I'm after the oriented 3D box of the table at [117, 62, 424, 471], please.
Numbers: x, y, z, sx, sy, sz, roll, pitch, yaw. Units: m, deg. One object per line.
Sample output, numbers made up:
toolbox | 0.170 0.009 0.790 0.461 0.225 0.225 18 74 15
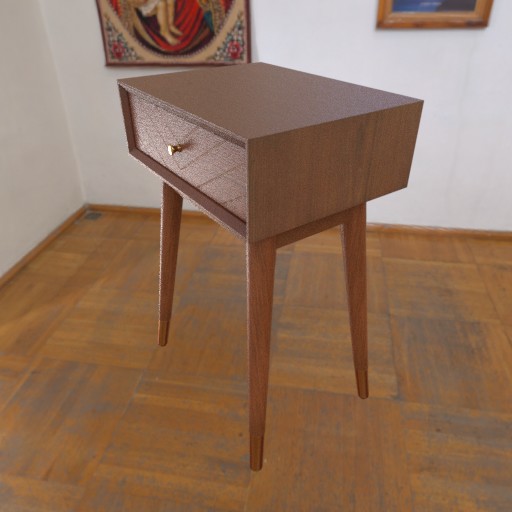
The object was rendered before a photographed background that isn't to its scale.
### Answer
table | 0.000 0.000 0.830 0.300 0.599 0.406 -21 38 -29
